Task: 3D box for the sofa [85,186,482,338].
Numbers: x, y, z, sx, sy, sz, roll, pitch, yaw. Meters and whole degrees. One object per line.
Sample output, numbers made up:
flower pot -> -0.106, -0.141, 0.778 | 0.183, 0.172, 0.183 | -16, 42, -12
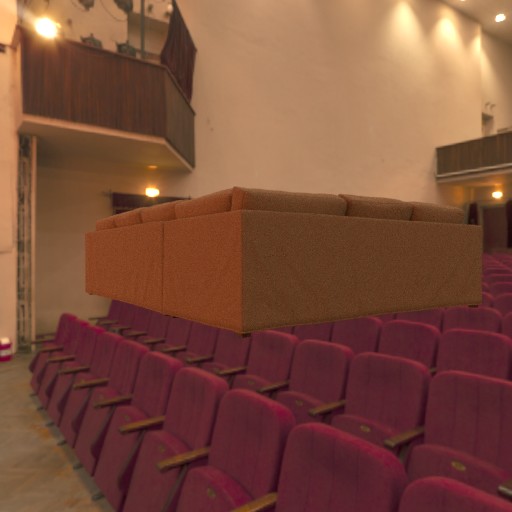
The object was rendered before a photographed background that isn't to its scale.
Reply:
sofa -> 0.000, 0.000, 4.315 | 2.432, 0.871, 3.182 | 0, 0, -35
